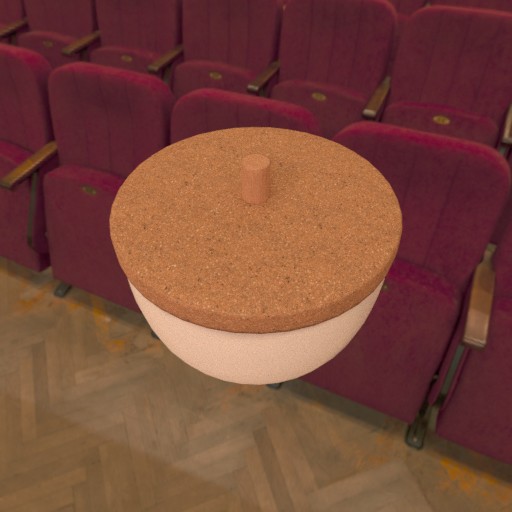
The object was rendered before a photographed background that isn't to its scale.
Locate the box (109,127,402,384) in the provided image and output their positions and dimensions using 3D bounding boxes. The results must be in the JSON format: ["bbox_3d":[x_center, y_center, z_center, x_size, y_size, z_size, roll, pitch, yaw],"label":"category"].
[{"bbox_3d":[0.000,0.000,0.187,0.107,0.094,0.107,0,46,0],"label":"box"}]
